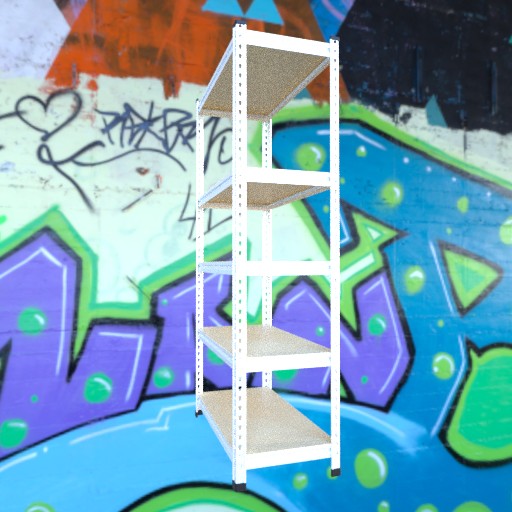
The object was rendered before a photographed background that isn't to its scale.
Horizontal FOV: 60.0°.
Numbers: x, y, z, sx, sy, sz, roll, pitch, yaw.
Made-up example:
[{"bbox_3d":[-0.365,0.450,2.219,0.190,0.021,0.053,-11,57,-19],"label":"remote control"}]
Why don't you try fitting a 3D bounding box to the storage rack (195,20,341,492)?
[{"bbox_3d":[0.000,0.000,2.216,0.457,1.829,0.914,0,-1,-18],"label":"storage rack"}]
